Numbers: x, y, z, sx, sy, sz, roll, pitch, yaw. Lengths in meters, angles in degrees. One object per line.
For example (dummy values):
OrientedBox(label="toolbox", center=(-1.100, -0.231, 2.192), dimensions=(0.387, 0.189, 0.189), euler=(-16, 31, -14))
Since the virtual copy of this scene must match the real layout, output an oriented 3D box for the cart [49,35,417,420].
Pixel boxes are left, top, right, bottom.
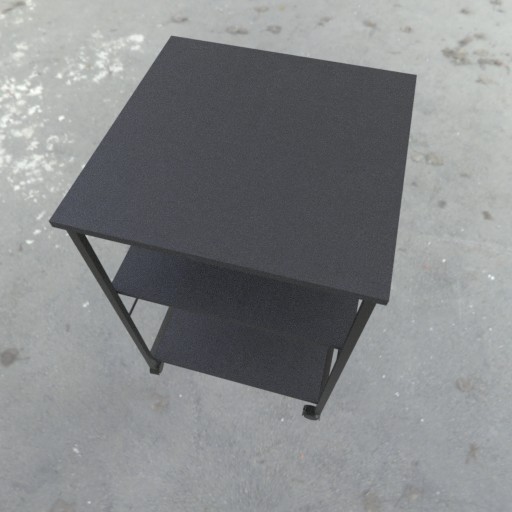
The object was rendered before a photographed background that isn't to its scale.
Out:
OrientedBox(label="cart", center=(0.000, 0.000, 1.101), dimensions=(0.521, 0.762, 0.520), euler=(13, 58, 8))
